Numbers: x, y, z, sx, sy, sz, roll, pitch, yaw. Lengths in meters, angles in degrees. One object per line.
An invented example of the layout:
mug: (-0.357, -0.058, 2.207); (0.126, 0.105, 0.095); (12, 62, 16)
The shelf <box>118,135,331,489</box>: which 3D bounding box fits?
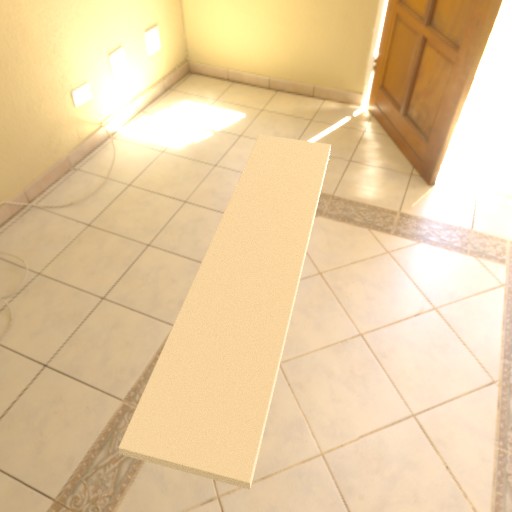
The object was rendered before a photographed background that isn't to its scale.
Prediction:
shelf: (0.000, 0.000, 0.652); (0.140, 0.020, 0.610); (10, 48, 10)
